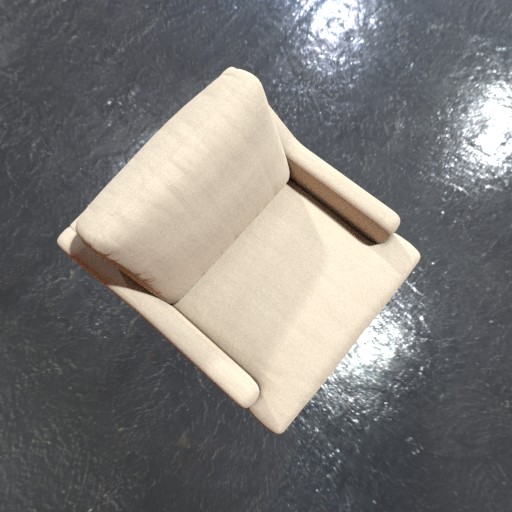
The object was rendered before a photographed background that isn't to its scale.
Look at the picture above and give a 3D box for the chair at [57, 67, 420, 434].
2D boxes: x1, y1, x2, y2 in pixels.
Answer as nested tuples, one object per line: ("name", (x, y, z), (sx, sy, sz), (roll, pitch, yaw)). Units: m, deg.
("chair", (0.000, 0.000, 1.698), (1.001, 0.916, 0.912), (40, 80, 9))
